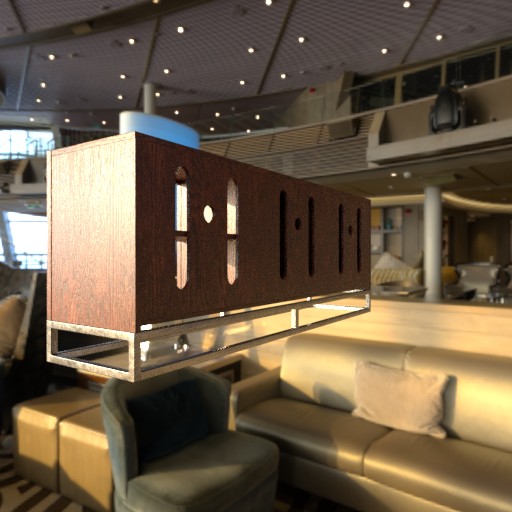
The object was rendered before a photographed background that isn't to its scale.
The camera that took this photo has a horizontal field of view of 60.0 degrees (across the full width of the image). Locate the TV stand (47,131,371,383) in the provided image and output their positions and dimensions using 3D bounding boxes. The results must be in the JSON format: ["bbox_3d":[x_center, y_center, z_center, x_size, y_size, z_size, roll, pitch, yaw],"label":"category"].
[{"bbox_3d":[0.000,0.000,1.758,0.382,0.578,1.541,0,0,34],"label":"TV stand"}]
